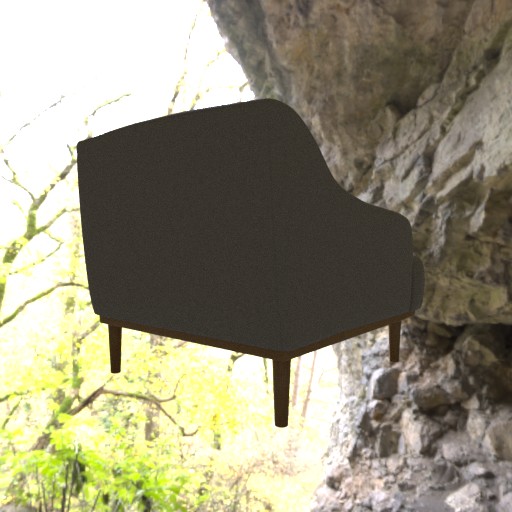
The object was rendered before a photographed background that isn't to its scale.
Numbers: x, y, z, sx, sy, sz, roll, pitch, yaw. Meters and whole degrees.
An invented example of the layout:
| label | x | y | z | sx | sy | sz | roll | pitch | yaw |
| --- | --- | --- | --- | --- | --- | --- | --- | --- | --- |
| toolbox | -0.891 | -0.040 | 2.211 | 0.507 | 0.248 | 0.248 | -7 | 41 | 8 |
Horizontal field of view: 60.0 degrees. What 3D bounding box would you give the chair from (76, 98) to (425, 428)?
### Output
| label | x | y | z | sx | sy | sz | roll | pitch | yaw |
| --- | --- | --- | --- | --- | --- | --- | --- | --- | --- |
| chair | 0.000 | 0.000 | 1.611 | 0.946 | 0.818 | 0.951 | 2 | 4 | 38 |
